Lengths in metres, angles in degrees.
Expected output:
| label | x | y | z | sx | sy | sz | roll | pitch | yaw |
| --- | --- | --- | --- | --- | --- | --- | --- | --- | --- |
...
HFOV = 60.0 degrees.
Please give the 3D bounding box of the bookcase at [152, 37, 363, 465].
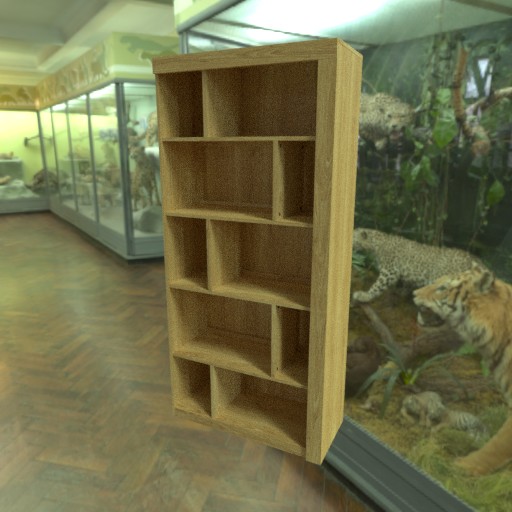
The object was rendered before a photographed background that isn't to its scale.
| label | x | y | z | sx | sy | sz | roll | pitch | yaw |
| --- | --- | --- | --- | --- | --- | --- | --- | --- | --- |
| bookcase | 0.000 | 0.000 | 2.422 | 0.950 | 2.020 | 0.420 | 7 | 16 | 26 |
